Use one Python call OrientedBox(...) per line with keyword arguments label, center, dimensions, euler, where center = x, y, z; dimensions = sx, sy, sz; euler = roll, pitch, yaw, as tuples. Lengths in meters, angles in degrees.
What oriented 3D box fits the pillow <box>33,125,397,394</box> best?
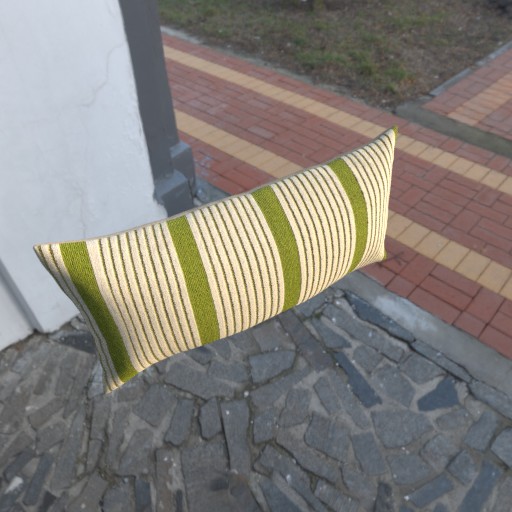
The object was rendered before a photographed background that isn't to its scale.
OrientedBox(label="pillow", center=(0.000, 0.000, 0.744), dimensions=(0.608, 0.292, 0.156), euler=(-23, 50, -21))
